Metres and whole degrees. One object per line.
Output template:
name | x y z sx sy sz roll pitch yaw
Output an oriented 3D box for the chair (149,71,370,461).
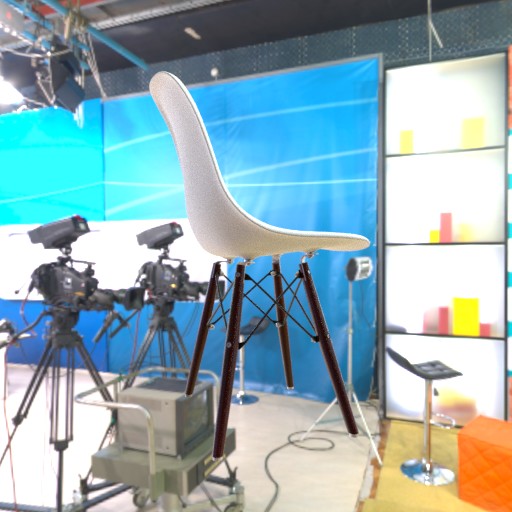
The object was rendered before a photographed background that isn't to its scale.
chair | 0.000 0.000 1.141 0.533 0.826 0.470 0 0 -19
